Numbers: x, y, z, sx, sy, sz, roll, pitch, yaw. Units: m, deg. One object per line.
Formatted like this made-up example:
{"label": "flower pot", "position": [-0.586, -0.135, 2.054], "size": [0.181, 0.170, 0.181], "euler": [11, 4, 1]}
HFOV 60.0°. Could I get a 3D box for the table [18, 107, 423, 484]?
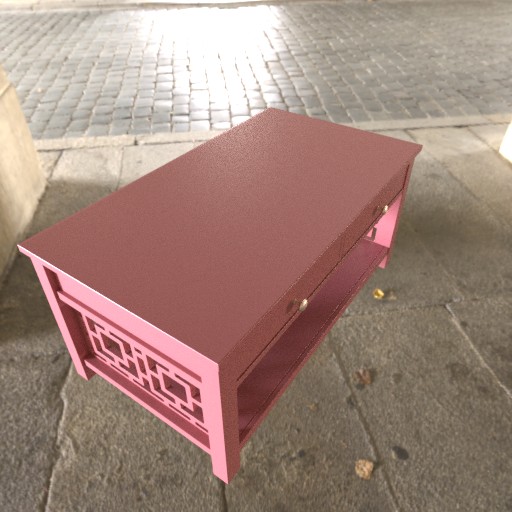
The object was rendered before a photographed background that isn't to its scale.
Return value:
{"label": "table", "position": [0.000, 0.000, 1.392], "size": [0.612, 0.493, 1.068], "euler": [24, 45, 26]}
